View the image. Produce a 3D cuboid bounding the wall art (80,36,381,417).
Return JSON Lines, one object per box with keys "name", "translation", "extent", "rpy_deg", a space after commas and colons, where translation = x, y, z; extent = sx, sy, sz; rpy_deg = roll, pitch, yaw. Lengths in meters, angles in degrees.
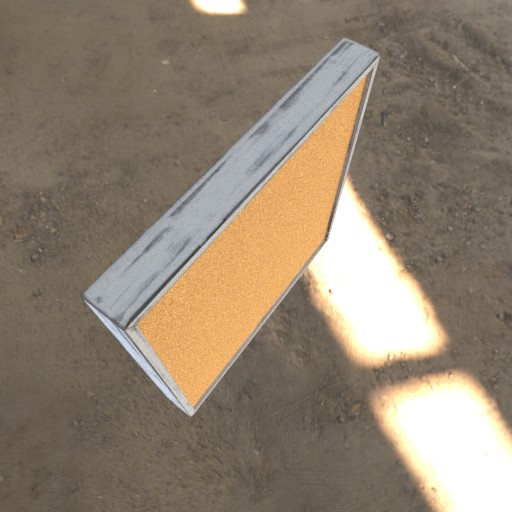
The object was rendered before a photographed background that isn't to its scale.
{"name": "wall art", "translation": [0.000, 0.000, 0.451], "extent": [0.036, 0.303, 0.303], "rpy_deg": [33, 66, 17]}
